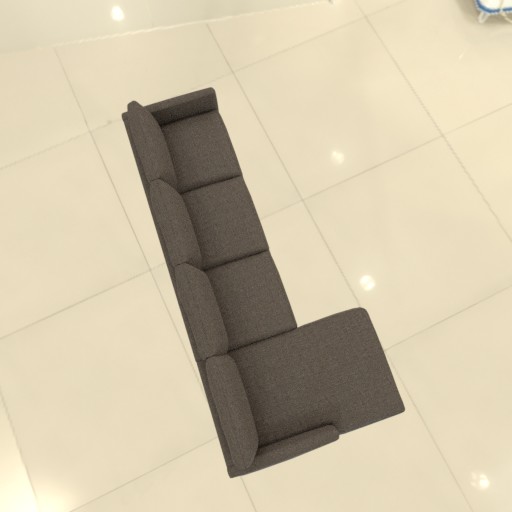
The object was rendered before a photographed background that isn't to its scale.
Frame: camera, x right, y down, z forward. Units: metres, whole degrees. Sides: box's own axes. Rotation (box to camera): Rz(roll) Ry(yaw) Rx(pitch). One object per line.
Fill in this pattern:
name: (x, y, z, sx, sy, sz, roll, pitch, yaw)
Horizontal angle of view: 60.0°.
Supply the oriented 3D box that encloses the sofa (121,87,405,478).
sofa: (0.000, 0.000, 3.261, 1.258, 0.754, 2.731, -18, 77, -5)
